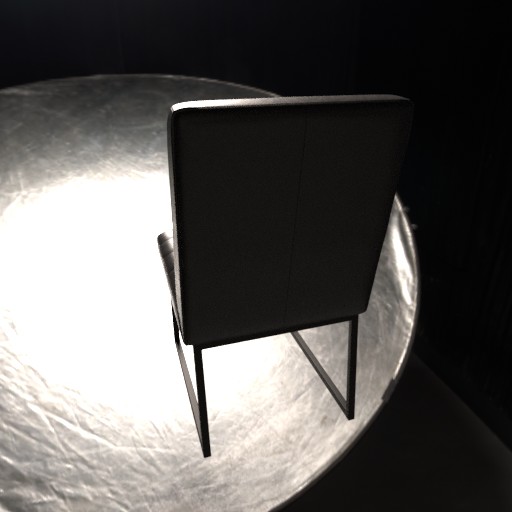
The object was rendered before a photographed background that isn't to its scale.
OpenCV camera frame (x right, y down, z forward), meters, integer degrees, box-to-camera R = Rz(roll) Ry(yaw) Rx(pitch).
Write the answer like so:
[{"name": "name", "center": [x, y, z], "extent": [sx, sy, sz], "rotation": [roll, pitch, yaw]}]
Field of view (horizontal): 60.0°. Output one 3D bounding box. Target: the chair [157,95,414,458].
[{"name": "chair", "center": [0.000, 0.000, 1.299], "extent": [0.520, 0.930, 0.634], "rotation": [-8, 26, -16]}]
